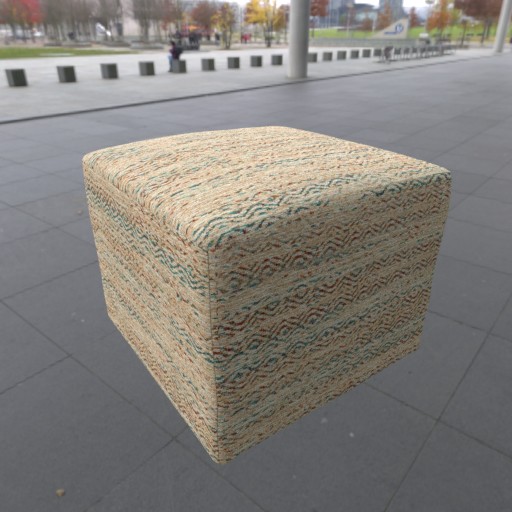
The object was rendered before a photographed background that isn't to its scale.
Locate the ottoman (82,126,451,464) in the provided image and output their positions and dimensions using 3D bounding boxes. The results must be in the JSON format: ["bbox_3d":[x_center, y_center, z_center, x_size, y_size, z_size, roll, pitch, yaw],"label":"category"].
[{"bbox_3d":[0.000,0.000,0.913,0.512,0.453,0.521,-18,32,-31],"label":"ottoman"}]
